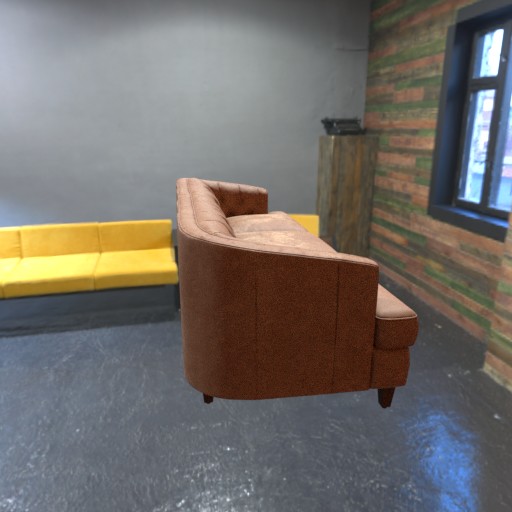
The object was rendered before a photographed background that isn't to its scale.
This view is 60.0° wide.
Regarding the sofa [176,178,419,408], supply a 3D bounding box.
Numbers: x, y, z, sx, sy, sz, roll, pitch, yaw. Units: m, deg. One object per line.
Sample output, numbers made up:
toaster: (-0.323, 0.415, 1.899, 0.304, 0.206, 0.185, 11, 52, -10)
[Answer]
sofa: (0.000, 0.000, 2.707, 0.922, 0.791, 2.257, -3, 16, -10)
